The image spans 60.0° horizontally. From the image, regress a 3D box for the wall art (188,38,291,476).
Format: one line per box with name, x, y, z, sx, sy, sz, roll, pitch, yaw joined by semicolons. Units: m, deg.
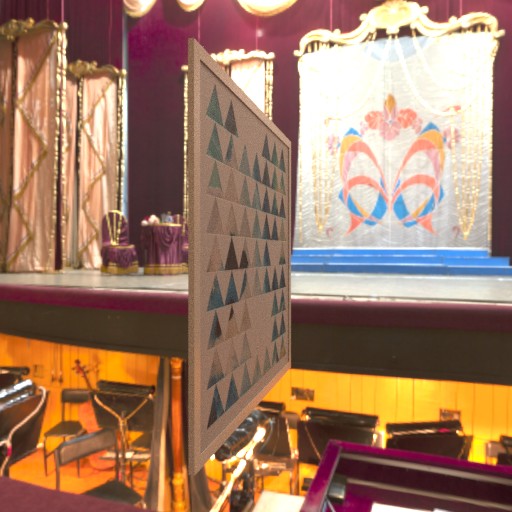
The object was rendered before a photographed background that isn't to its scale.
wall art;0.000;0.000;1.207;0.012;0.809;0.809;0;1;17
